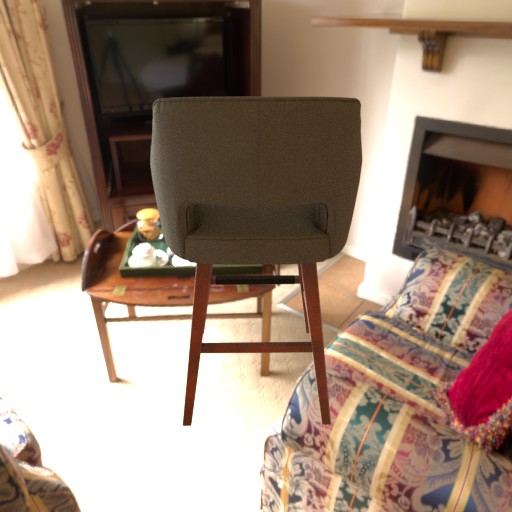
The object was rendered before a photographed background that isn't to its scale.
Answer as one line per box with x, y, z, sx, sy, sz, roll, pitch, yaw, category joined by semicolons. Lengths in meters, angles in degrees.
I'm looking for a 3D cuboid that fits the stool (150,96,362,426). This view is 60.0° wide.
0.000;0.000;1.343;0.548;1.012;0.558;0;30;-1;stool
